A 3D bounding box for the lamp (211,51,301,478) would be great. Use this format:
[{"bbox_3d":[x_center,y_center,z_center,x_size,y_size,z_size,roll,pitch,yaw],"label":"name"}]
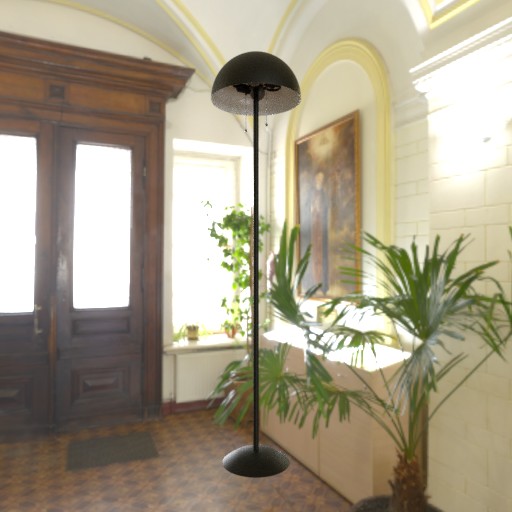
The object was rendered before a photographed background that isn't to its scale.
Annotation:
[{"bbox_3d":[0.000,0.000,1.608,0.328,1.480,0.328,0,-1,20],"label":"lamp"}]
